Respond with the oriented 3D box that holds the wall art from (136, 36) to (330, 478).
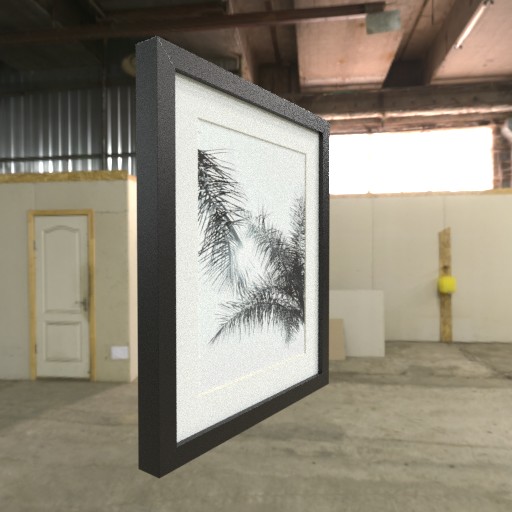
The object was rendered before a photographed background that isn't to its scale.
[{"bbox_3d":[0.000,0.000,0.521,0.028,0.380,0.325,1,2,36],"label":"wall art"}]
